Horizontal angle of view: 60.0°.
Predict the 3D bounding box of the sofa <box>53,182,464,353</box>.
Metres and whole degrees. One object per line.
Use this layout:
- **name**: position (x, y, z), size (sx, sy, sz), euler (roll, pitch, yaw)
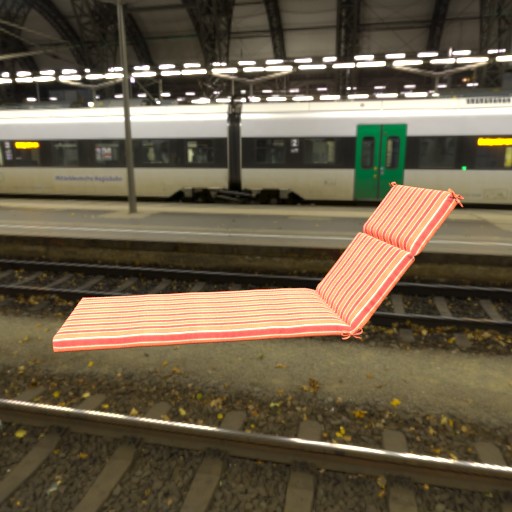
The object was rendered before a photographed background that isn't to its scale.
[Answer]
- **sofa**: position (0.000, 0.000, 2.004), size (1.663, 0.622, 0.582), euler (-2, 13, -8)
